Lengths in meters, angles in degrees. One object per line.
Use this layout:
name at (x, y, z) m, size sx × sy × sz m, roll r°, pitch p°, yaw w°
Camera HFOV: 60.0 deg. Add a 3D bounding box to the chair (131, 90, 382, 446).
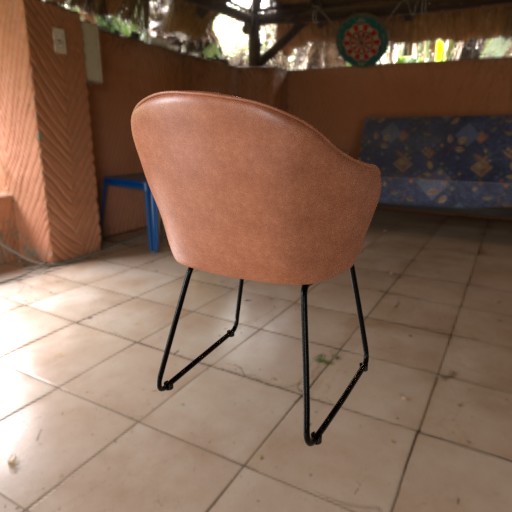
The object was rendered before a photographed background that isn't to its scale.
chair at (0.000, 0.000, 1.172) m, size 0.582 × 0.785 × 0.580 m, roll 9°, pitch 18°, yaw 27°
